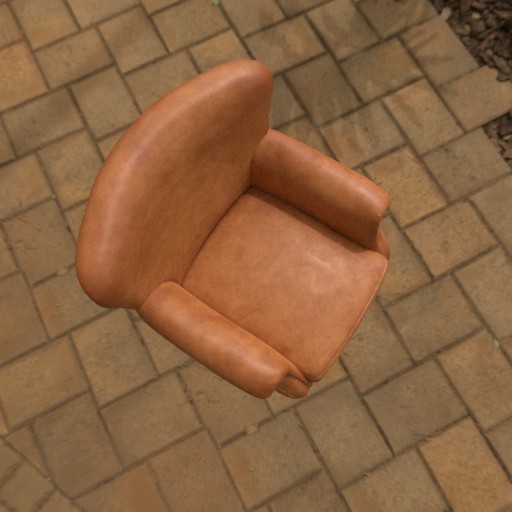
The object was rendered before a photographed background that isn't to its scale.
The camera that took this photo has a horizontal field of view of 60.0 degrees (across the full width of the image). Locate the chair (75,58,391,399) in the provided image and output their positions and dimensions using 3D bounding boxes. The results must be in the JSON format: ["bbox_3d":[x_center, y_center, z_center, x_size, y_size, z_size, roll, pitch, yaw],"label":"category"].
[{"bbox_3d":[0.000,0.000,1.640,0.921,0.936,0.861,33,79,7],"label":"chair"}]
